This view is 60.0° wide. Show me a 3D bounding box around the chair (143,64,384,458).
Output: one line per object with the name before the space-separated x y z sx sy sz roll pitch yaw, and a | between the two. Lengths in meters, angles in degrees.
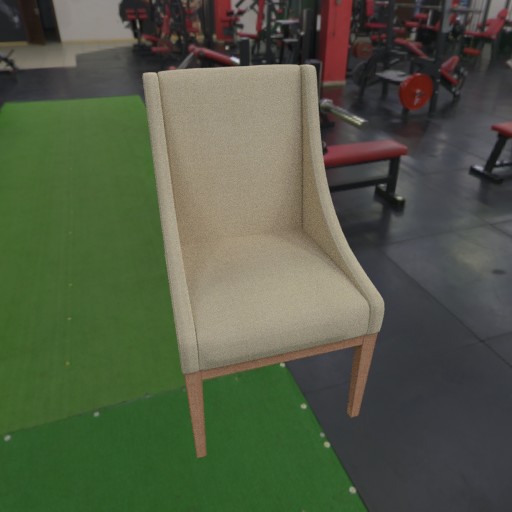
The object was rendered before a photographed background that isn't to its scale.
chair | 0.000 0.000 1.389 0.575 1.021 0.611 -9 33 -14
